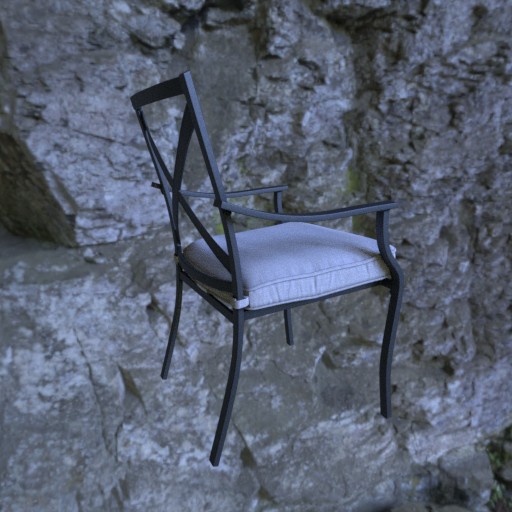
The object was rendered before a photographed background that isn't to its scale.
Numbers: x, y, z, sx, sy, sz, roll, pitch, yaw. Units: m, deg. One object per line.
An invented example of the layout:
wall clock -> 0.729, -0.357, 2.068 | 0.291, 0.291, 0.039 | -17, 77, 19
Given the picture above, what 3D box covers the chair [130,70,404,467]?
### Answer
chair -> 0.000, 0.000, 1.271 | 0.620, 0.889, 0.575 | -7, 15, -26
